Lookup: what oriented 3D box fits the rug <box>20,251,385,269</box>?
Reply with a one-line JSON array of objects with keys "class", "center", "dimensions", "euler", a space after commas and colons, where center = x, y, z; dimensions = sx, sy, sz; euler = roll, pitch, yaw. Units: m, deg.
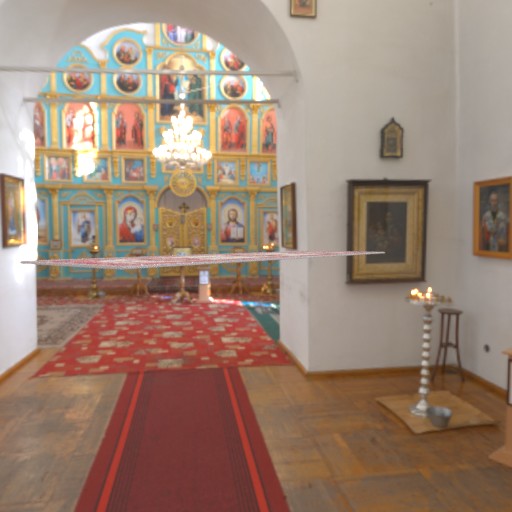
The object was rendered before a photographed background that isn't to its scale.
[{"class": "rug", "center": [0.000, 0.000, 2.491], "dimensions": [0.666, 0.011, 2.294], "euler": [1, 2, 36]}]
